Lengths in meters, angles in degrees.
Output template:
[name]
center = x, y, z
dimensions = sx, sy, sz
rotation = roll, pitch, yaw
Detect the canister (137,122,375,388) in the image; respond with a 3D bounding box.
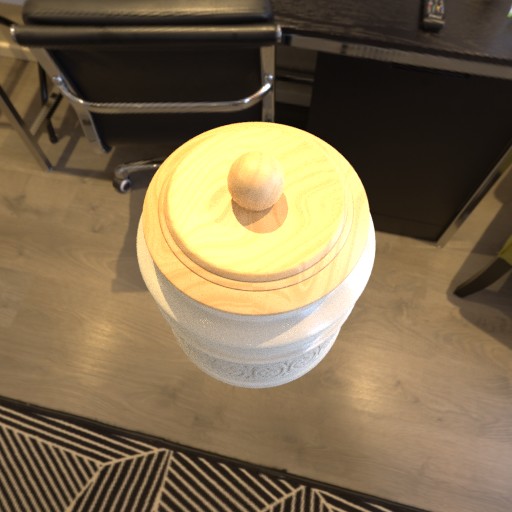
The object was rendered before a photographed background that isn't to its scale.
[canister]
center = 0.000, 0.000, 0.268
dimensions = 0.130, 0.176, 0.130
rotation = 0, 63, 0
